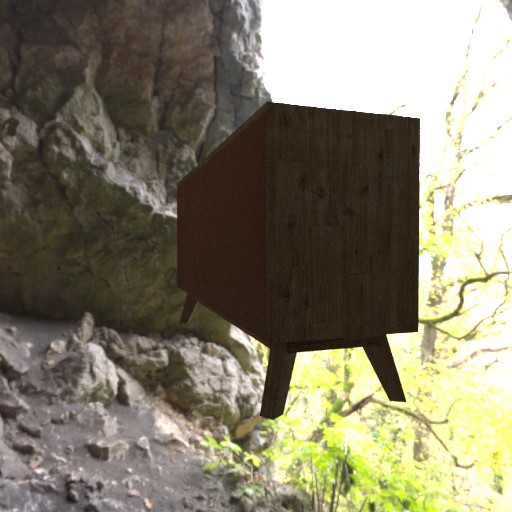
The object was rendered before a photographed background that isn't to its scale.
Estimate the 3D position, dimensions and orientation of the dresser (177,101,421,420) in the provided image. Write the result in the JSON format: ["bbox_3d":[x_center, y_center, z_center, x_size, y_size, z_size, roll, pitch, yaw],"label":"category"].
[{"bbox_3d":[0.000,0.000,1.911,0.455,0.805,1.554,0,2,-18],"label":"dresser"}]
